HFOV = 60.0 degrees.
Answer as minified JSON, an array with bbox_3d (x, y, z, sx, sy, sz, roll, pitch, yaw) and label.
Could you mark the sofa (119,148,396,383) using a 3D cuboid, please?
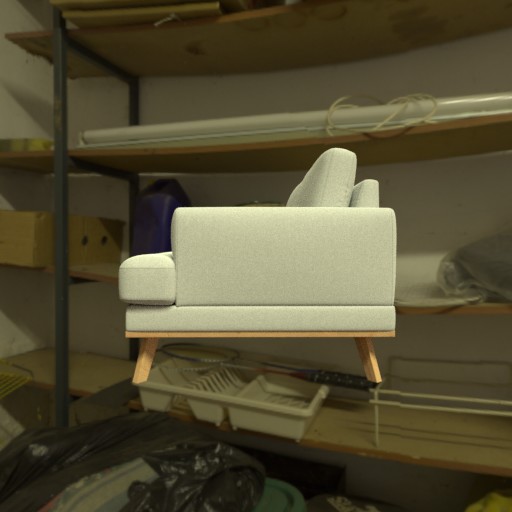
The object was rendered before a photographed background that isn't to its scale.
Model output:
[{"bbox_3d":[0.000,0.000,2.223,0.915,0.810,1.651,0,1,-1],"label":"sofa"}]
